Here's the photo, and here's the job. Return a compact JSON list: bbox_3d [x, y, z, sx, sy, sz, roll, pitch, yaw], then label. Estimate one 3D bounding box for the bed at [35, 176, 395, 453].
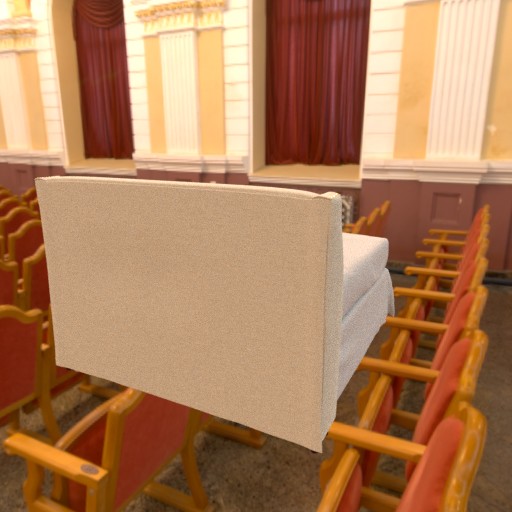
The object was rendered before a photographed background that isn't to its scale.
[{"bbox_3d":[0.000,0.000,3.416,1.925,1.332,2.276,8,17,26],"label":"bed"}]
